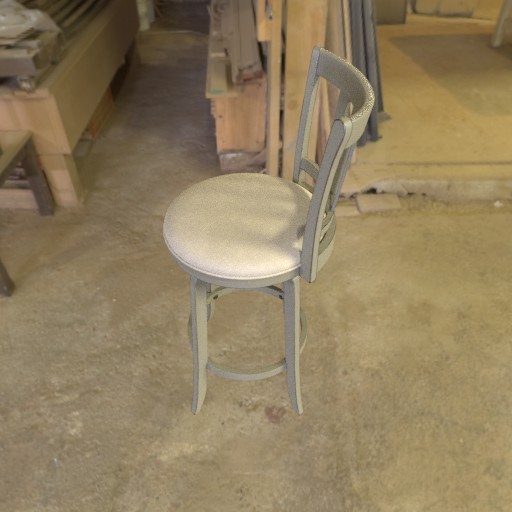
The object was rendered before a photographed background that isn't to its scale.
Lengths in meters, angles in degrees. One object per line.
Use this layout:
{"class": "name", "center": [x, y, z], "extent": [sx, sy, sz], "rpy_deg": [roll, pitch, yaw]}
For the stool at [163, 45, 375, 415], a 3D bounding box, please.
{"class": "stool", "center": [0.000, 0.000, 1.250], "extent": [0.486, 0.994, 0.450], "rpy_deg": [0, 41, 0]}
